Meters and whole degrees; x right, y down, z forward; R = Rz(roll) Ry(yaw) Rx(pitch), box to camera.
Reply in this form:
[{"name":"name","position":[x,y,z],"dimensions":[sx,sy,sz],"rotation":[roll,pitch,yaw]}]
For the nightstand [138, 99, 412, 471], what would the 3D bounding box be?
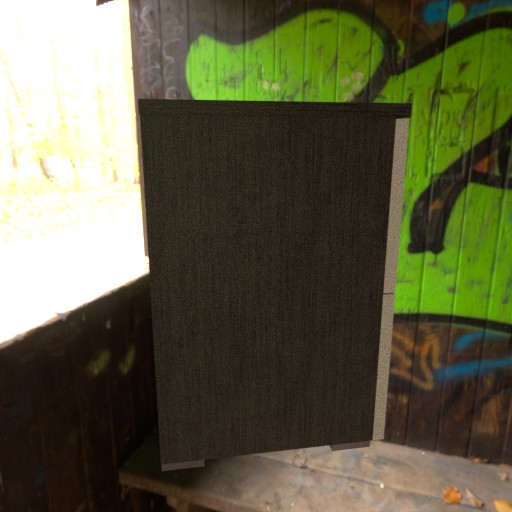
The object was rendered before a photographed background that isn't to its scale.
[{"name":"nightstand","position":[0.000,0.000,0.755],"dimensions":[0.325,0.460,0.441],"rotation":[-2,14,-9]}]
